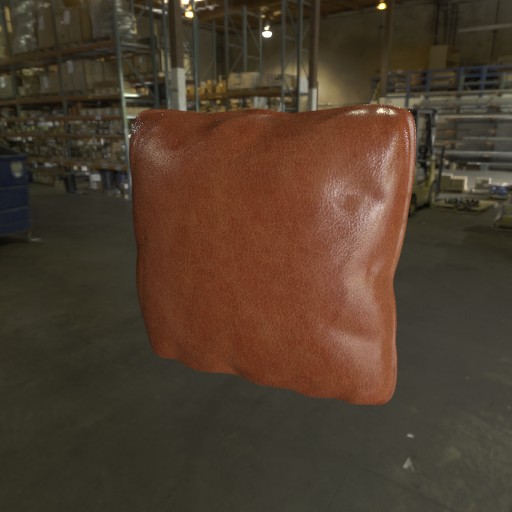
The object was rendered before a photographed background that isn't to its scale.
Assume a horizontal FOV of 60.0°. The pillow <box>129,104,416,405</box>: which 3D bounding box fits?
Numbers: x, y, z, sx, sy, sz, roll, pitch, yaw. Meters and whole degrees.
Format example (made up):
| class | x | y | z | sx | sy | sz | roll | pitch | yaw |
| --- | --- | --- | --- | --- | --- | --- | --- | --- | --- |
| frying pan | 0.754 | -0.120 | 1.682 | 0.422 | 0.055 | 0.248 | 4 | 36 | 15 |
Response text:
| class | x | y | z | sx | sy | sz | roll | pitch | yaw |
| --- | --- | --- | --- | --- | --- | --- | --- | --- | --- |
| pillow | 0.000 | 0.000 | 0.818 | 0.532 | 0.523 | 0.236 | 7 | 17 | 23 |
